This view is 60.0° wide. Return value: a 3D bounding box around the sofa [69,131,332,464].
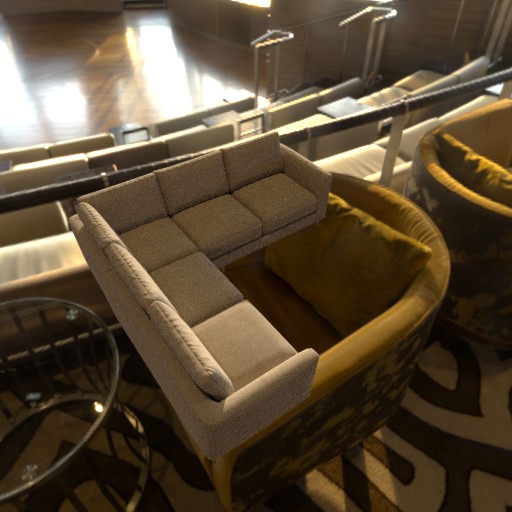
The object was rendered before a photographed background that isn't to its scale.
[{"bbox_3d":[0.000,0.000,3.865,2.438,0.864,2.438,-26,48,-26],"label":"sofa"}]
